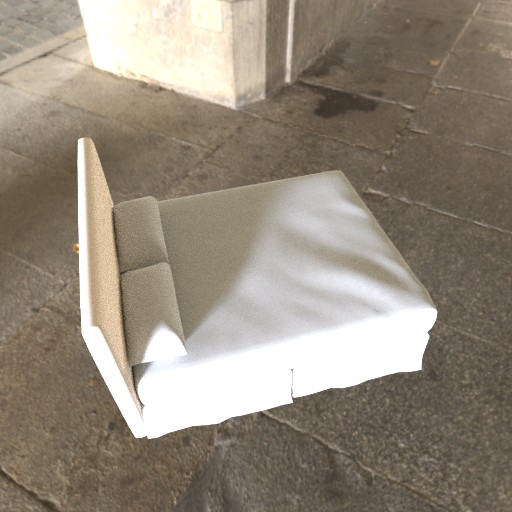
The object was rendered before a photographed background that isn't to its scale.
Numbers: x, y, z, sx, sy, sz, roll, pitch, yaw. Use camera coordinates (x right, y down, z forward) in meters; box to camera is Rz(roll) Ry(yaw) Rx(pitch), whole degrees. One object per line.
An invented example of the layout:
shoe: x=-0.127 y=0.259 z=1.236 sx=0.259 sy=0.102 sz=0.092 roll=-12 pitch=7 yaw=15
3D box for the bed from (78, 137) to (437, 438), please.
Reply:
bed: x=0.000 y=0.000 z=3.206 sx=2.142 sy=1.330 sz=1.748 roll=-12 pitch=48 yaw=-11
